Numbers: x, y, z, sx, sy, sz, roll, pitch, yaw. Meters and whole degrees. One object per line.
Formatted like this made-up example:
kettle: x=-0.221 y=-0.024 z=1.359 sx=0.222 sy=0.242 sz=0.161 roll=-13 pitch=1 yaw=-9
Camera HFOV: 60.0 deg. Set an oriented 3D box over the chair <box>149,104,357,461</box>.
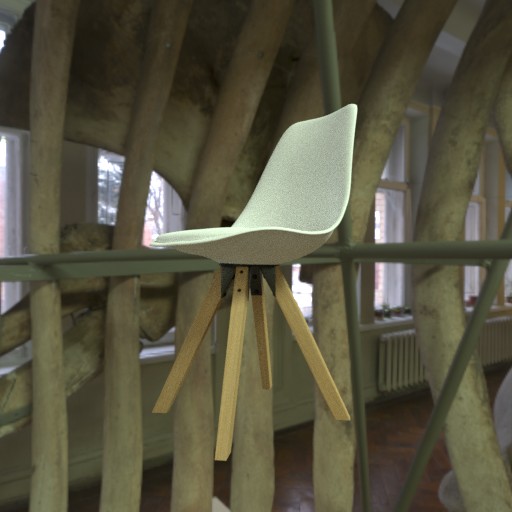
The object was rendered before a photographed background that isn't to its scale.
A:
chair: x=0.000 y=0.000 z=1.189 sx=0.550 sy=0.849 sz=0.485 roll=0 pitch=1 yaw=-36
